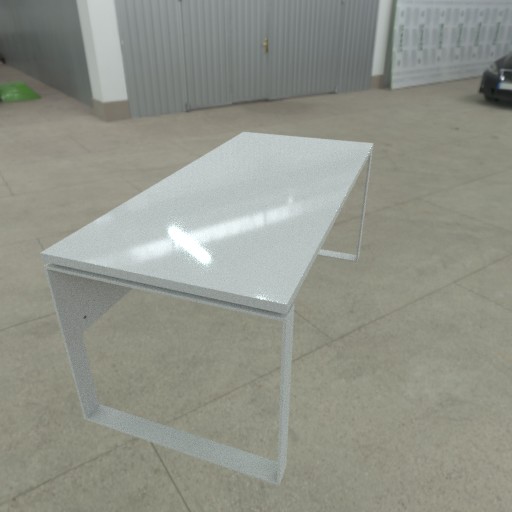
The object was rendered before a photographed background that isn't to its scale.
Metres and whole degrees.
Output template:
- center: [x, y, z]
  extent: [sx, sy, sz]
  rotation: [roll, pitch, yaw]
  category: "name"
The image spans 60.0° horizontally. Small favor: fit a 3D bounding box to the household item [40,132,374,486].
- center: [0.000, 0.000, 2.133]
  extent: [0.800, 0.745, 1.700]
  rotation: [10, 30, 18]
  category: "household item"
